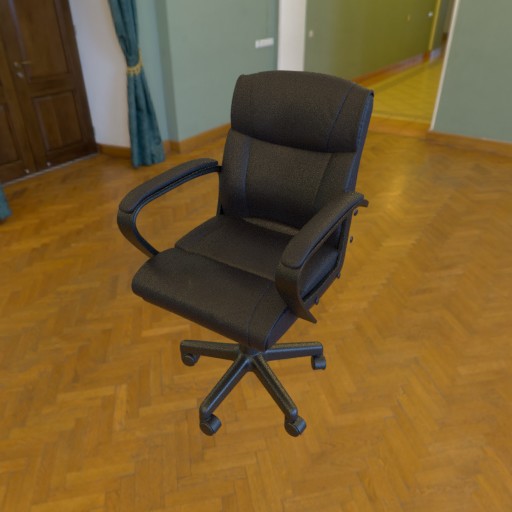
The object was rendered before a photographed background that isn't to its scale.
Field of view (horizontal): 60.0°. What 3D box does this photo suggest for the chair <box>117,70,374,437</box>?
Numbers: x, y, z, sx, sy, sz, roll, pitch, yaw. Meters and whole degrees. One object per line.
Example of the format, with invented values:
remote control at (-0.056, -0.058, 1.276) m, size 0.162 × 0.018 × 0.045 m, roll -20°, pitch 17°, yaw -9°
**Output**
chair at (0.000, 0.000, 1.382) m, size 0.576 × 0.998 × 0.641 m, roll 19°, pitch 36°, yaw 27°
